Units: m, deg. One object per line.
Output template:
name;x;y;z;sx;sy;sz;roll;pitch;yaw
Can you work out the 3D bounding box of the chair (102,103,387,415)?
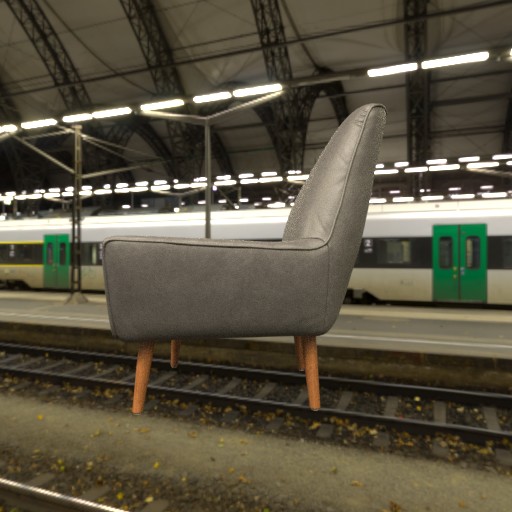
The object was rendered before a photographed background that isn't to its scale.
chair;0.000;0.000;1.502;0.822;0.888;0.787;0;0;1
